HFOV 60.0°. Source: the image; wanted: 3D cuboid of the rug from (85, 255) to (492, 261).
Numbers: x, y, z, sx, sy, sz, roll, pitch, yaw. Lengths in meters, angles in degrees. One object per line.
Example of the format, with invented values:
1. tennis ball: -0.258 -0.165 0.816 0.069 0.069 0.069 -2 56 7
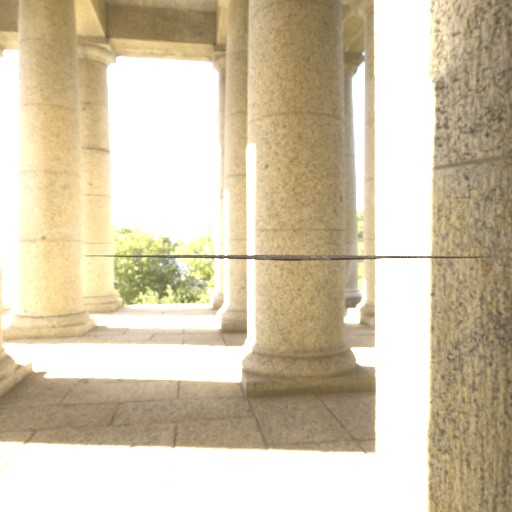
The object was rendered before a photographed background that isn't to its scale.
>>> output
1. rug: 0.000 0.000 2.170 1.142 0.010 1.748 0 1 -37
